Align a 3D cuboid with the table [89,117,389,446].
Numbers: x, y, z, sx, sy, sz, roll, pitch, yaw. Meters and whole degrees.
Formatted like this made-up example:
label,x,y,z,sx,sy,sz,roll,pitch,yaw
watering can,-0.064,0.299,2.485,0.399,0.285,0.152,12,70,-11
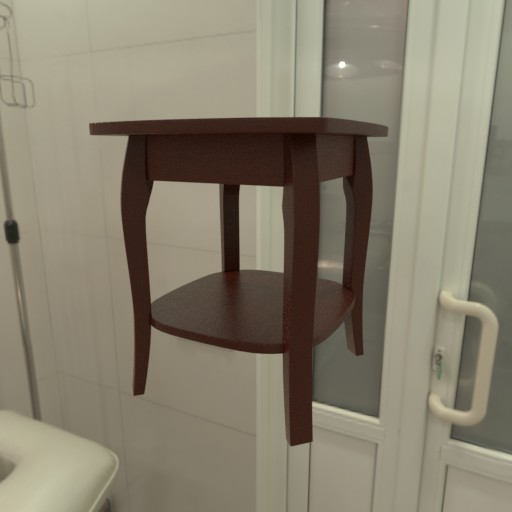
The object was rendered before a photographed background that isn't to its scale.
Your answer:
label,x,y,z,sx,sy,sz,roll,pitch,yaw
table,0.000,0.000,0.877,0.433,0.496,0.502,7,16,26
